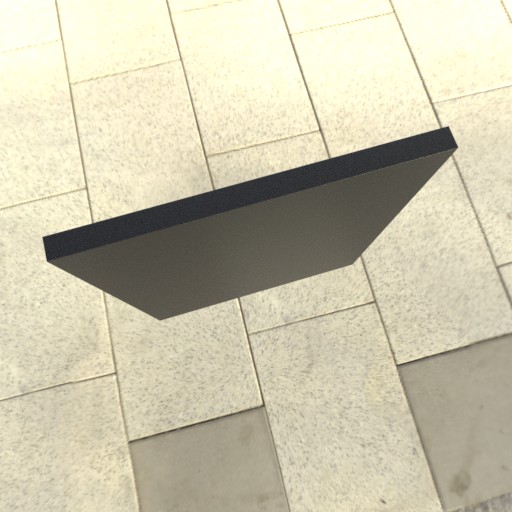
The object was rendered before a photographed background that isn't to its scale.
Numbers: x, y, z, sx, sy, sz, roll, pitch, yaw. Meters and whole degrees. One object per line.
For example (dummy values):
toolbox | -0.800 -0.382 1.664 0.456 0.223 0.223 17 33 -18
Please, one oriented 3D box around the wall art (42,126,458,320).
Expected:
wall art | 0.000 0.000 0.745 0.457 0.557 0.028 -16 76 -4
